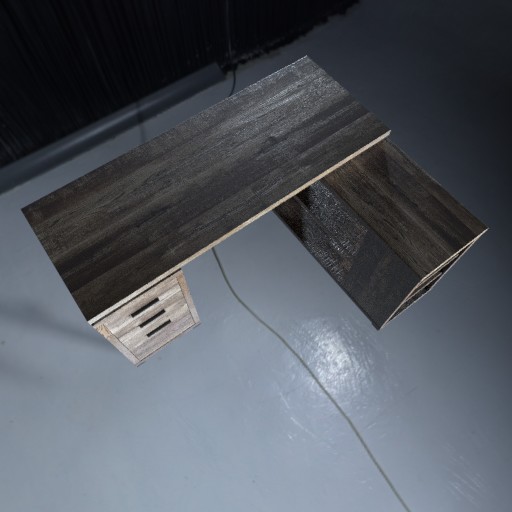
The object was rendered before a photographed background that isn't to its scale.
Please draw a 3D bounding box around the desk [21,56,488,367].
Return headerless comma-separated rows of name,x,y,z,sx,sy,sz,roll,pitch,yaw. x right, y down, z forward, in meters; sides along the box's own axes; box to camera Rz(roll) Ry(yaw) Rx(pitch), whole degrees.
desk,0.000,0.000,2.148,1.524,0.753,1.200,-34,68,-15
